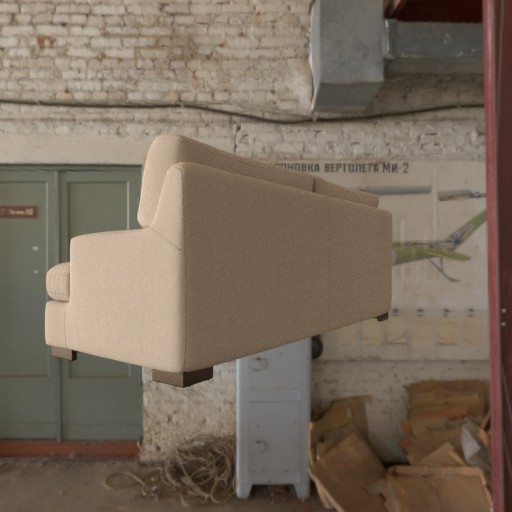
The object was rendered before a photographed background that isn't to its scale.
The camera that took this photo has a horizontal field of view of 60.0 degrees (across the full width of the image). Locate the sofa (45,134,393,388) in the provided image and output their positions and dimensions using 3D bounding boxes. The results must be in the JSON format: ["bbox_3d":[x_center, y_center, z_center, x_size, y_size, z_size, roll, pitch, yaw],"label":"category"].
[{"bbox_3d":[0.000,0.000,2.632,0.929,0.925,2.147,0,0,36],"label":"sofa"}]
